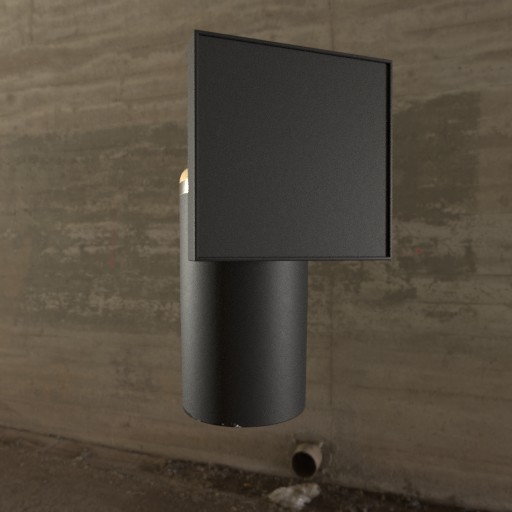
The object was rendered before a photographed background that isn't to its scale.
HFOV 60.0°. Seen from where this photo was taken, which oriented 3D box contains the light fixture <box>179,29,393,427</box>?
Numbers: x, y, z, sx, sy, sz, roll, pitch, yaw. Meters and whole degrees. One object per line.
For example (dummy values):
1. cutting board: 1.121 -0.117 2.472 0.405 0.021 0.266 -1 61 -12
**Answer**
1. light fixture: 0.000 0.000 0.352 0.130 0.257 0.176 0 0 -18
